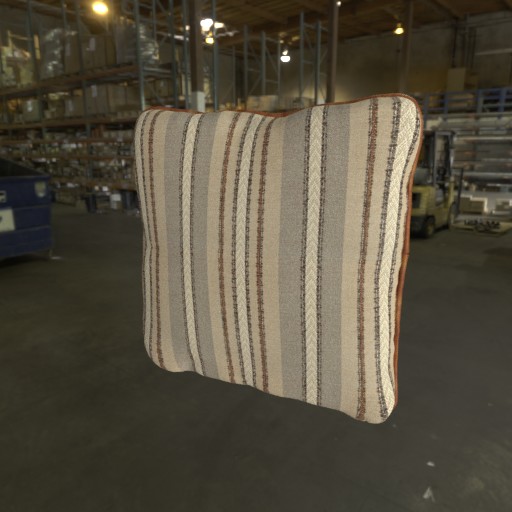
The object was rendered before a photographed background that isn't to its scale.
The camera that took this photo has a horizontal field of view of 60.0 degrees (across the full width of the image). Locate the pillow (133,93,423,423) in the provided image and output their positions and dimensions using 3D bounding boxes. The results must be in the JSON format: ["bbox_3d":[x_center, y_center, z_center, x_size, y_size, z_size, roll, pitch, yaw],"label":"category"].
[{"bbox_3d":[0.000,0.000,0.734,0.489,0.490,0.130,7,15,26],"label":"pillow"}]
